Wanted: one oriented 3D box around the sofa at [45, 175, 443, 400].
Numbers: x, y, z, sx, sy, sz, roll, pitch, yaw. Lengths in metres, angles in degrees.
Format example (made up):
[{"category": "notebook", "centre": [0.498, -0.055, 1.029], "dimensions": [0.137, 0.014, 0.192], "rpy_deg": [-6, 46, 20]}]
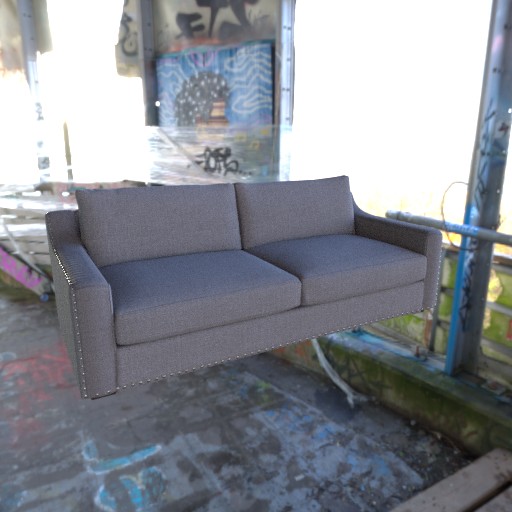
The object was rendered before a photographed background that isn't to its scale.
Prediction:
[{"category": "sofa", "centre": [0.000, 0.000, 2.692], "dimensions": [2.208, 0.857, 1.000], "rpy_deg": [-8, 17, -28]}]
